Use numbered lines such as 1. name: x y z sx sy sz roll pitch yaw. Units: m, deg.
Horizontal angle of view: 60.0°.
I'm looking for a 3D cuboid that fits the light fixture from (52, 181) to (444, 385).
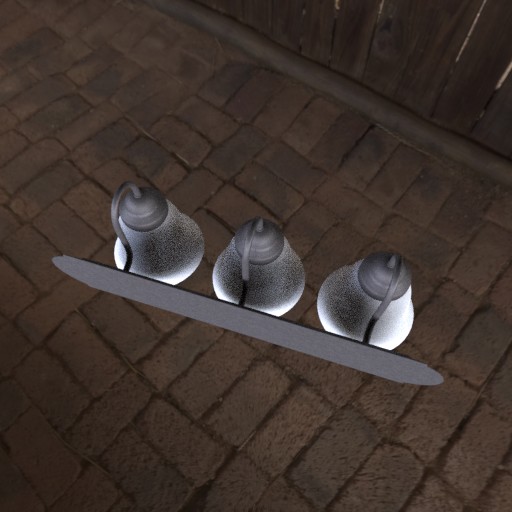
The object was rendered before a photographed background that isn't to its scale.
1. light fixture: 0.000 0.000 0.684 0.610 0.222 0.199 16 64 8
